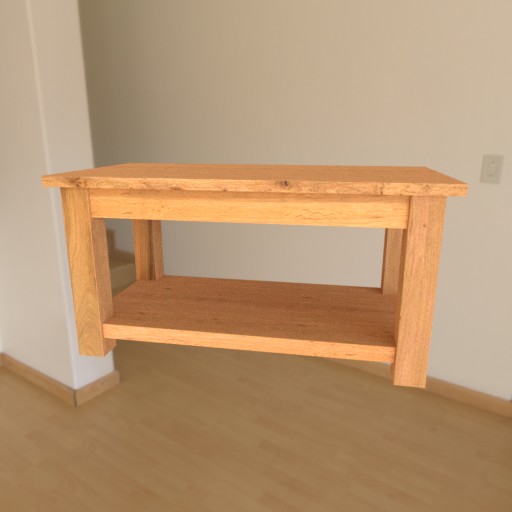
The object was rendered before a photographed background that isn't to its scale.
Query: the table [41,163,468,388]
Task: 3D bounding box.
[{"bbox_3d":[0.000,0.000,1.191,0.899,0.452,0.450,3,16,10],"label":"table"}]
